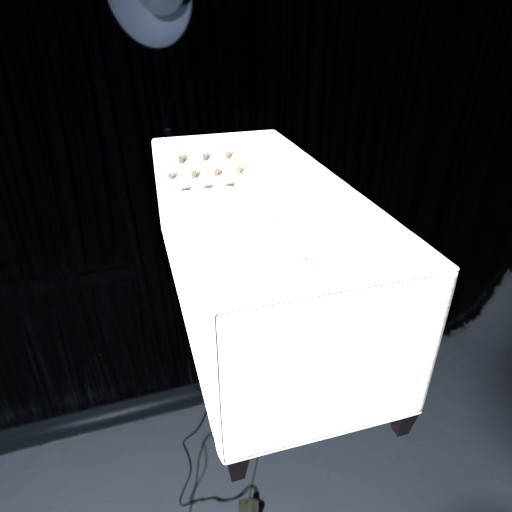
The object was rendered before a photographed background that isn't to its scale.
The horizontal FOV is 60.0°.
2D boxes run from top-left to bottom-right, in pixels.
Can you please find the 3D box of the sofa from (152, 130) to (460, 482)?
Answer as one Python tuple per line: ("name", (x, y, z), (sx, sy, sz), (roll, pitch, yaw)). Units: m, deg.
("sofa", (0.000, 0.000, 2.160), (0.775, 0.762, 1.778), (-8, 31, -14))
